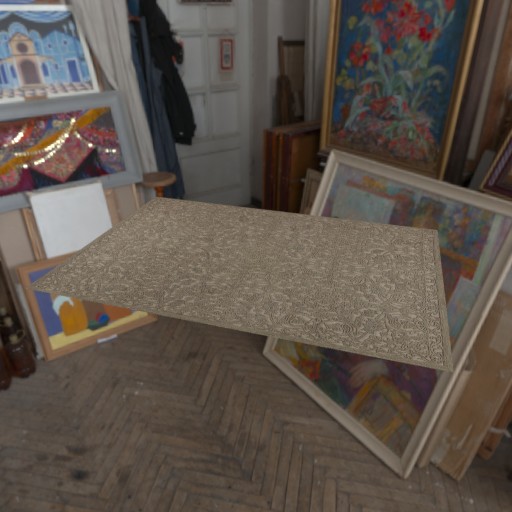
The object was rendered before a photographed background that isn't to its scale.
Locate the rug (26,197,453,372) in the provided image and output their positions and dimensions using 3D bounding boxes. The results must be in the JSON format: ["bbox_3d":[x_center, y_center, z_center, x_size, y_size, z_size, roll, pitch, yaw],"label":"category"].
[{"bbox_3d":[0.000,0.000,2.304,1.827,0.006,1.221,8,29,15],"label":"rug"}]
